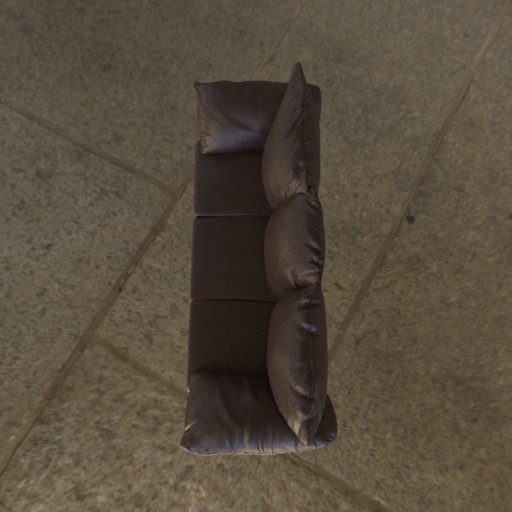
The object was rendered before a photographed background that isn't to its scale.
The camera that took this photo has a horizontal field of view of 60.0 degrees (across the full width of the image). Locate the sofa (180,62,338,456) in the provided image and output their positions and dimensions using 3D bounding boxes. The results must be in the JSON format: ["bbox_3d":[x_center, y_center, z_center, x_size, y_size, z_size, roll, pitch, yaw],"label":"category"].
[{"bbox_3d":[0.000,0.000,2.915,0.907,1.091,2.390,0,76,0],"label":"sofa"}]
